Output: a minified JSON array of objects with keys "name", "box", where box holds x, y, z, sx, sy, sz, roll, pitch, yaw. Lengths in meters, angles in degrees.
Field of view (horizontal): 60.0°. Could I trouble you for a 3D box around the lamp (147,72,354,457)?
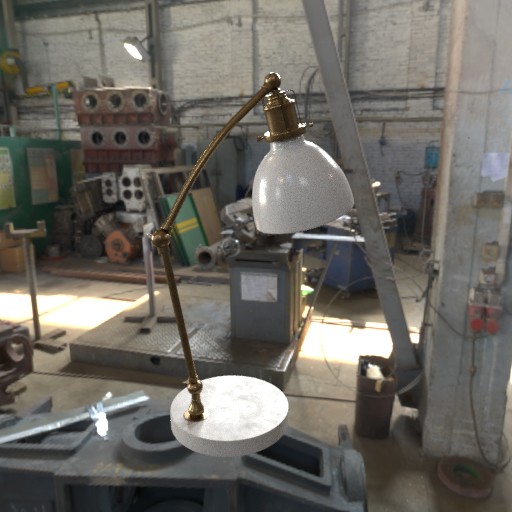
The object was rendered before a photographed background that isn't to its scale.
[{"name":"lamp","box":[0.000,0.000,0.671,0.317,0.522,0.186,-7,15,-28]}]
